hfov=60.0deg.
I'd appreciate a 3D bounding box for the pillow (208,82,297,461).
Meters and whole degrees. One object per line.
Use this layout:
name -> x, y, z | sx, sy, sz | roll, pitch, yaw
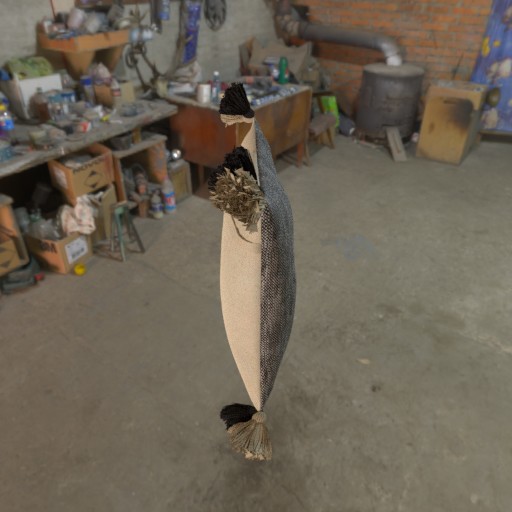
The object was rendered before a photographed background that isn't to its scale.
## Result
pillow -> 0.000, 0.000, 0.992 | 0.170, 0.659, 0.654 | -1, 32, -1
